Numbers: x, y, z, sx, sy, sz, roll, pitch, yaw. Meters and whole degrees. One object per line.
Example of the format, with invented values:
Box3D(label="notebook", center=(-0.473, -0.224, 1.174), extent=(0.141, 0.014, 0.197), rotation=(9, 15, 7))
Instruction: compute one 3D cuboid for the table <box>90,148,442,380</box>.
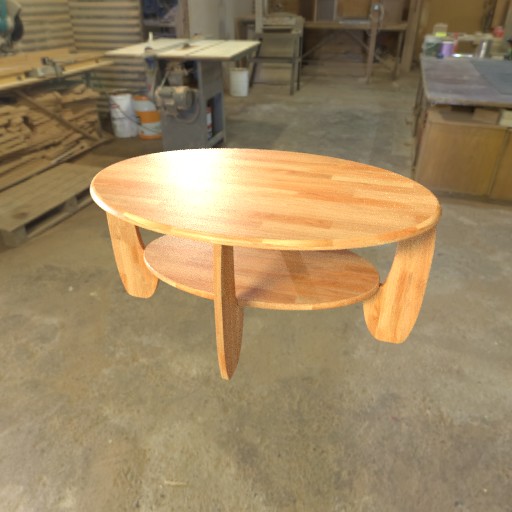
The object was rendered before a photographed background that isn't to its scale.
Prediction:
Box3D(label="table", center=(0.000, 0.000, 1.419), extent=(1.040, 0.490, 0.690), rotation=(8, 32, 14))
